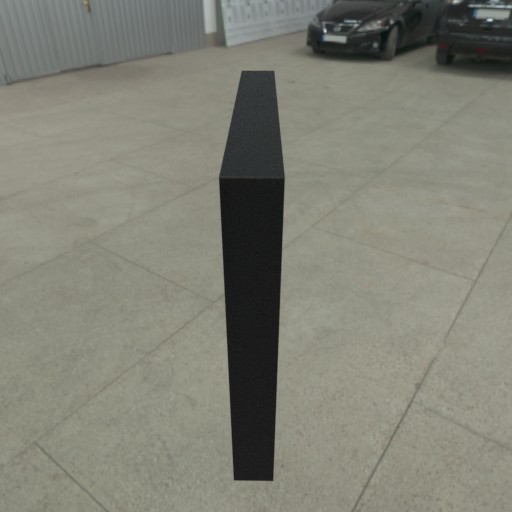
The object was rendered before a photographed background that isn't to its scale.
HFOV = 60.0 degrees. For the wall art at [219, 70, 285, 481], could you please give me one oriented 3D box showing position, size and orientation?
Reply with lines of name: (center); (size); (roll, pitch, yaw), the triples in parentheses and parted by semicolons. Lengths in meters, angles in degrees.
wall art: (0.000, 0.000, 0.460); (0.037, 0.305, 0.305); (0, 33, 1)
